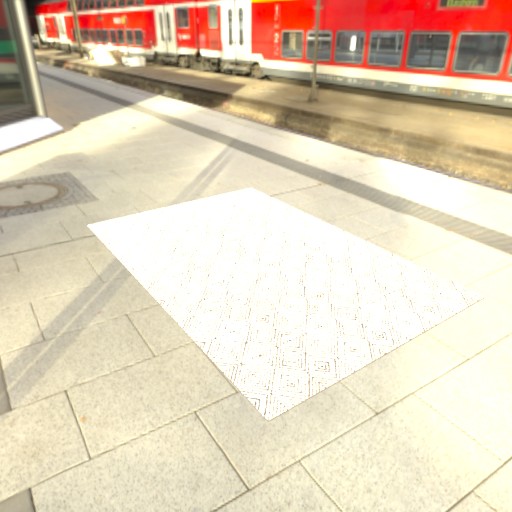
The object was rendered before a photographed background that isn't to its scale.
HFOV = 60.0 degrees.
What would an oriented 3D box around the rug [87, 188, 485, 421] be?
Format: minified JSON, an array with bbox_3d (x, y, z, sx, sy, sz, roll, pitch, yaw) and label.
[{"bbox_3d":[0.000,0.000,2.267,1.175,0.008,1.783,-18,33,-31],"label":"rug"}]
